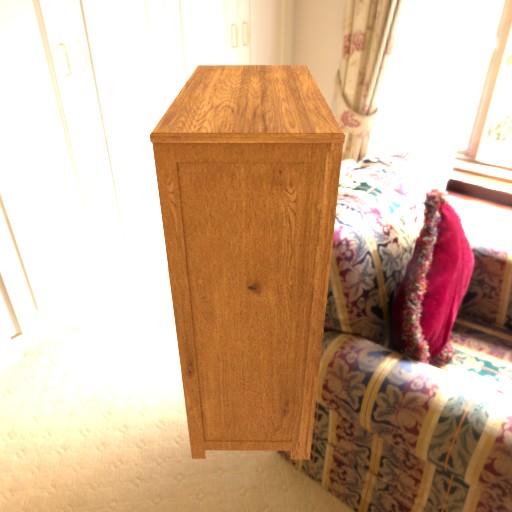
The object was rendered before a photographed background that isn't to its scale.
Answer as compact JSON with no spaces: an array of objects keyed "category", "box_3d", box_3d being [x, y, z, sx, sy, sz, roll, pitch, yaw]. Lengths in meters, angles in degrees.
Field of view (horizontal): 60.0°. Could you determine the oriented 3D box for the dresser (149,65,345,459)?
[{"category":"dresser","box_3d":[0.000,0.000,1.995,0.558,1.431,1.081,0,32,0]}]
